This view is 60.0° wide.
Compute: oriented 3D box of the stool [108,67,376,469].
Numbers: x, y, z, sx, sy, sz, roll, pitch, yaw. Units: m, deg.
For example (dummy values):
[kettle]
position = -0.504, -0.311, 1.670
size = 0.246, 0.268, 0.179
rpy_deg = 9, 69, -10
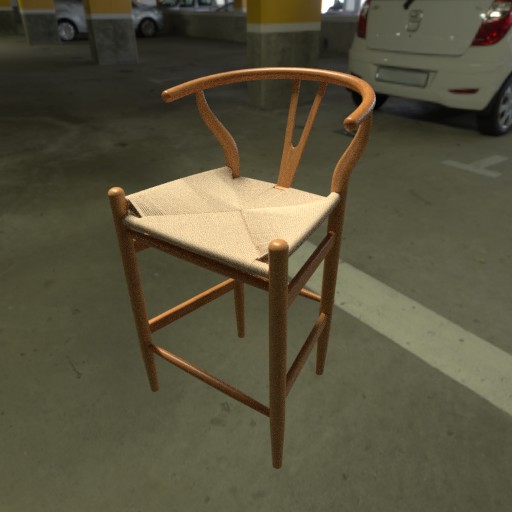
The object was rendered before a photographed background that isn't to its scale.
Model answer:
[stool]
position = 0.000, 0.000, 1.307
size = 0.569, 0.970, 0.579
rpy_deg = 19, 35, 30
